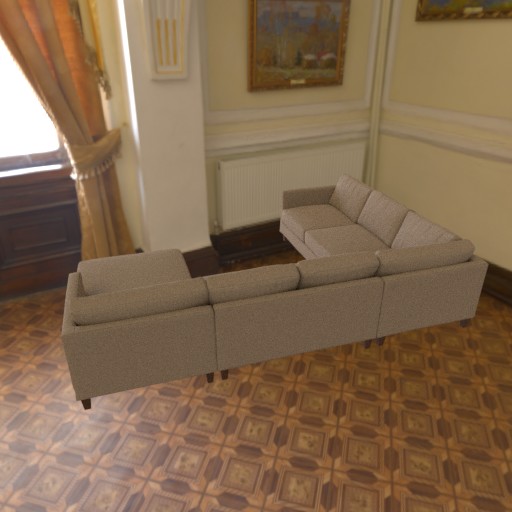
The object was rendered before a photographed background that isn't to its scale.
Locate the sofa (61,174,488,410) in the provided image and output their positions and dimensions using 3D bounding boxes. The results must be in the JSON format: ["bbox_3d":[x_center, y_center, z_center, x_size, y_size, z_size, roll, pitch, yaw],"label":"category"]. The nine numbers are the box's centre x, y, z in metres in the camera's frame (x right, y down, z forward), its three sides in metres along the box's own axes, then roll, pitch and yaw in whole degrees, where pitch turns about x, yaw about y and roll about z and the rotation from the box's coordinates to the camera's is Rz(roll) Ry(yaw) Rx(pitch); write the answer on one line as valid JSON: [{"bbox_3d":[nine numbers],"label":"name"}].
[{"bbox_3d":[0.000,0.000,4.465,3.438,0.865,2.424,-8,28,-16],"label":"sofa"}]
